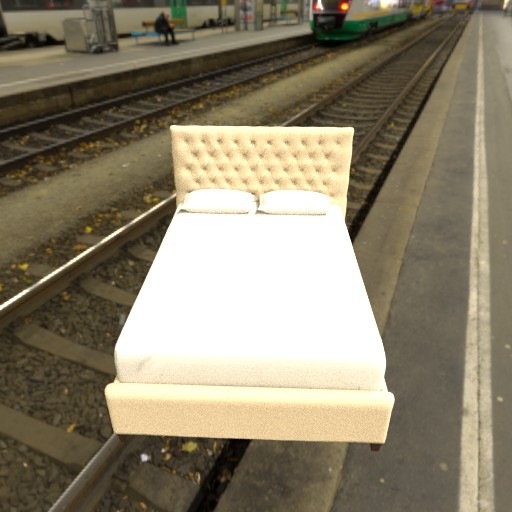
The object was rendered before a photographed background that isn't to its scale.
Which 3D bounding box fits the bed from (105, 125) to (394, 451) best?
[{"bbox_3d":[0.000,0.000,3.433,1.698,1.427,2.387,1,30,2],"label":"bed"}]
